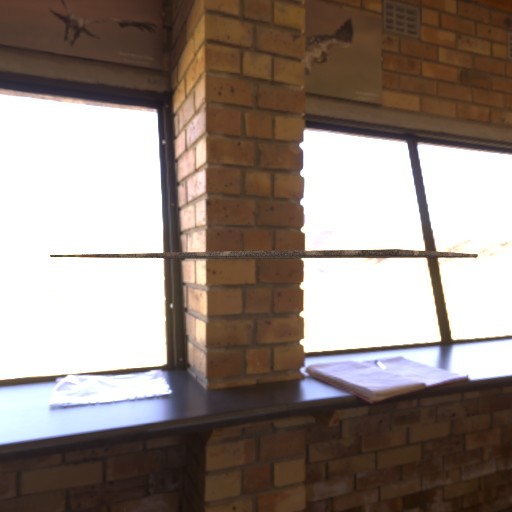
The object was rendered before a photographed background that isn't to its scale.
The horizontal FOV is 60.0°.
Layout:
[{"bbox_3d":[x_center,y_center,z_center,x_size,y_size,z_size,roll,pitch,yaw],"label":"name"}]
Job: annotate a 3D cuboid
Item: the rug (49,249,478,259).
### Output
[{"bbox_3d":[0.000,0.000,2.859,2.348,0.025,1.501,0,-1,36],"label":"rug"}]
